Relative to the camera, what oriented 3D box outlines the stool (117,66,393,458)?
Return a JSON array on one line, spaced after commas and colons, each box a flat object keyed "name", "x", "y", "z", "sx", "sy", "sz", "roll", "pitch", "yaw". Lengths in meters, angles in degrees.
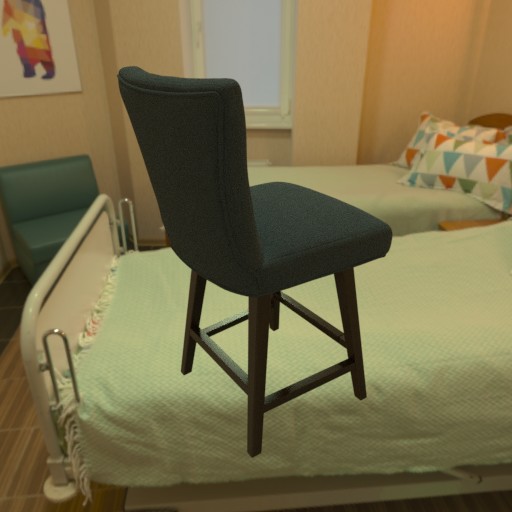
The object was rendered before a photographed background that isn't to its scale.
[{"name": "stool", "x": 0.000, "y": 0.000, "z": 1.275, "sx": 0.574, "sy": 1.000, "sz": 0.514, "roll": -18, "pitch": 31, "yaw": -31}]
